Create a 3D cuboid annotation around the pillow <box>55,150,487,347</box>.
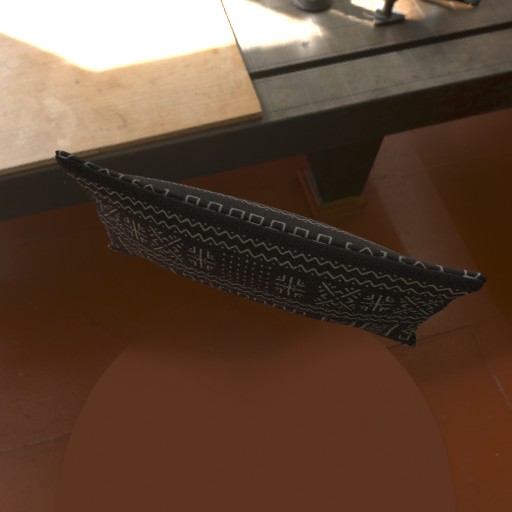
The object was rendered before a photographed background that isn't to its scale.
[{"bbox_3d":[0.000,0.000,0.779,0.667,0.322,0.135,17,65,8],"label":"pillow"}]
